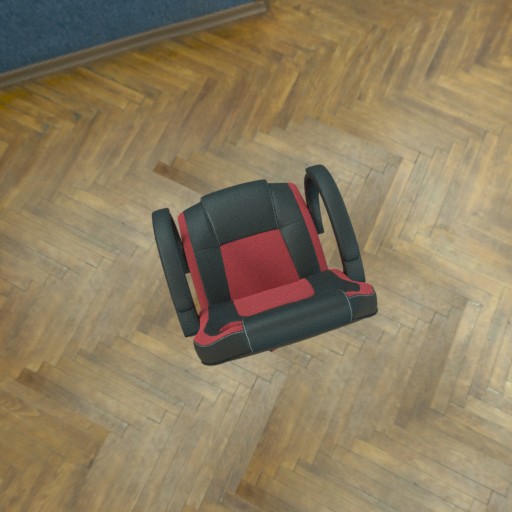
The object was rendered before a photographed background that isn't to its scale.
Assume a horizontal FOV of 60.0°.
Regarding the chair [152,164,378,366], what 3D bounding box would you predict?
[{"bbox_3d":[0.000,0.000,1.666,0.673,1.187,0.724,-17,76,-4],"label":"chair"}]
